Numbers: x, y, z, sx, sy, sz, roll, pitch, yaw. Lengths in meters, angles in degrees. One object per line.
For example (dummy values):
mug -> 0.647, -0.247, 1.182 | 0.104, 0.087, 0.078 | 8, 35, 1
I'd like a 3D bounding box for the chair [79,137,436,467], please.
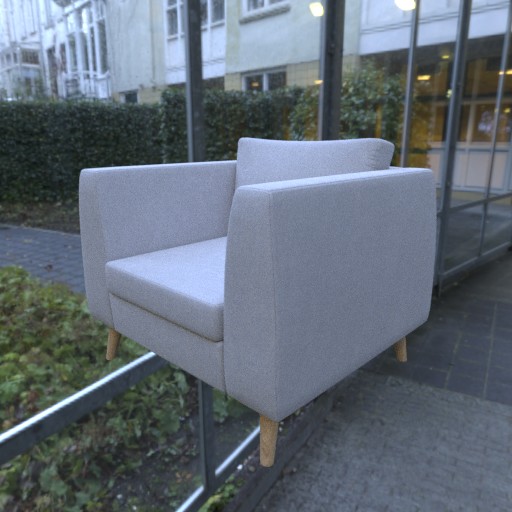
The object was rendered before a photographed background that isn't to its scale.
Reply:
chair -> 0.000, 0.000, 1.673 | 1.000, 0.860, 0.930 | 14, 21, 42
